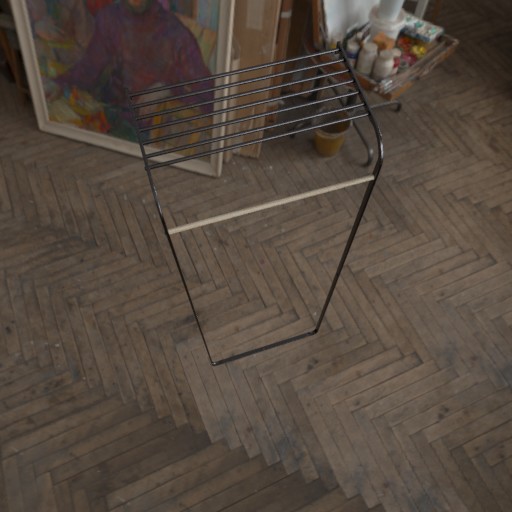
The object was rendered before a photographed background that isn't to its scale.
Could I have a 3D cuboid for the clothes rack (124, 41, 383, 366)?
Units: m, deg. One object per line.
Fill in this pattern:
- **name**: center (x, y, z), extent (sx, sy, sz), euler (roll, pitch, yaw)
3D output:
- **clothes rack**: center (0.000, 0.000, 1.803), extent (0.609, 1.574, 0.349), euler (-16, 63, -8)
